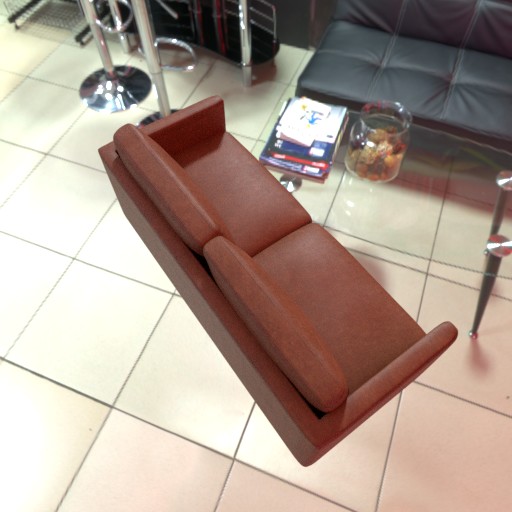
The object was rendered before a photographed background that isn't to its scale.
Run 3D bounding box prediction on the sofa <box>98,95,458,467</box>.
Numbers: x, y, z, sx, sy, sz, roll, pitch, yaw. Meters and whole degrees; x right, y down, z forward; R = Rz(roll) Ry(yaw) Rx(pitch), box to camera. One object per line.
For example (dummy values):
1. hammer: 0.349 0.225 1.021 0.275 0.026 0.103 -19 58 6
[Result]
1. sofa: 0.000 0.000 2.728 0.950 0.932 2.204 -31 63 -18
